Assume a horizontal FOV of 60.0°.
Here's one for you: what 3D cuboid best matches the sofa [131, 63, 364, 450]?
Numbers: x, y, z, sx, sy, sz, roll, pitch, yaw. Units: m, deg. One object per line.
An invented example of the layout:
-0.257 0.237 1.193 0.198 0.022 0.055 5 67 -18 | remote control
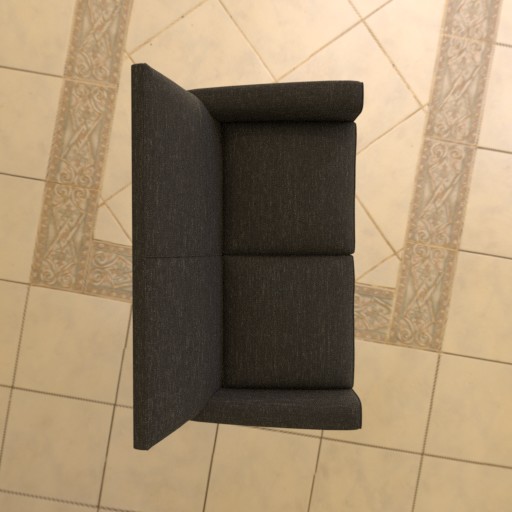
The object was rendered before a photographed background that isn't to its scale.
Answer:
0.000 0.000 1.954 0.875 0.846 1.420 0 91 -1 | sofa
